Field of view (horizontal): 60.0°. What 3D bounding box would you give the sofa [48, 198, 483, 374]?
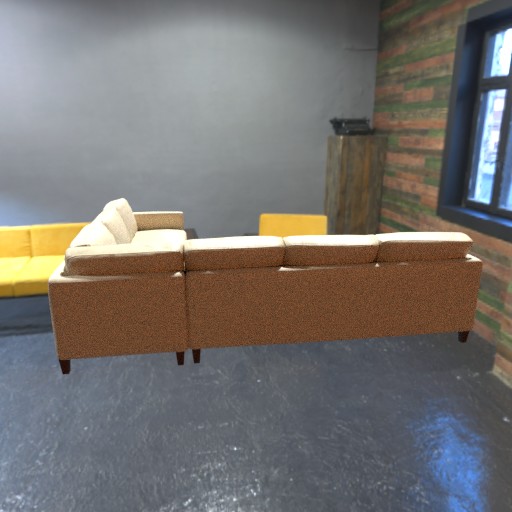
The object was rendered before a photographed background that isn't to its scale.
[{"bbox_3d":[0.000,0.000,4.506,3.302,0.947,2.593,-2,16,-9],"label":"sofa"}]
